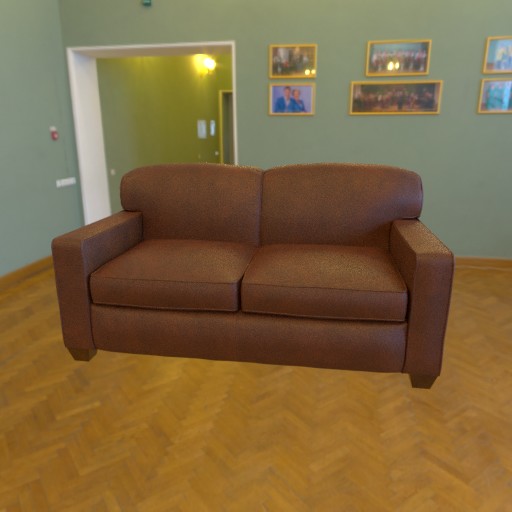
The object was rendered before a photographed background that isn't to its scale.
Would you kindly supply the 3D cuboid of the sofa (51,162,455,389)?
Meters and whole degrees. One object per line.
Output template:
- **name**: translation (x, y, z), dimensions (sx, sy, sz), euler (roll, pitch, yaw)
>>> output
- **sofa**: translation (0.000, 0.000, 2.446), dimensions (1.856, 0.966, 1.000), euler (2, 16, 8)
